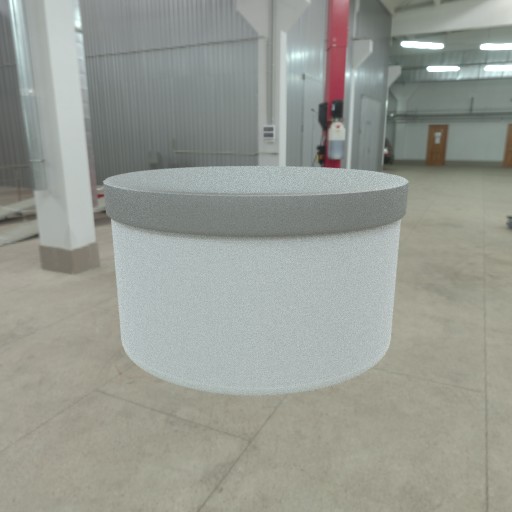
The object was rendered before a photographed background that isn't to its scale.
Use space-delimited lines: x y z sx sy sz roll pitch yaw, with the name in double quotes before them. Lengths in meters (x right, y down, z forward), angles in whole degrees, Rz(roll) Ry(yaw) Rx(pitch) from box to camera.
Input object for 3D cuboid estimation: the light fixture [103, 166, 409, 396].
"light fixture" 0.000 0.000 0.629 0.393 0.229 0.393 0 15 0
